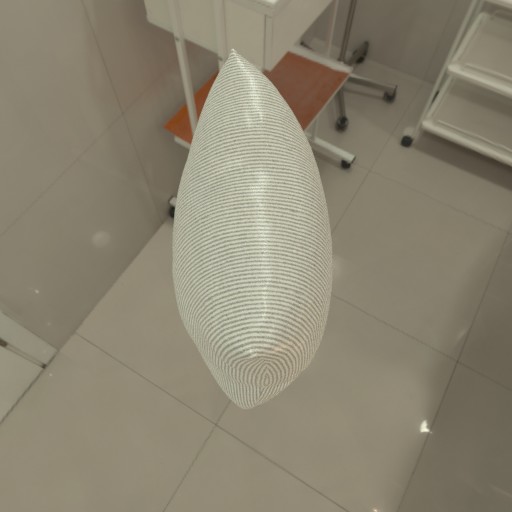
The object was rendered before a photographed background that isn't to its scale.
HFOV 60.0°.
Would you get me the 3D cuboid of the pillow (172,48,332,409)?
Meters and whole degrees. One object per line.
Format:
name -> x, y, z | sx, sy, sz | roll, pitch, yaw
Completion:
pillow -> 0.000, 0.000, 0.712 | 0.310, 0.432, 0.387 | 28, 66, 14
